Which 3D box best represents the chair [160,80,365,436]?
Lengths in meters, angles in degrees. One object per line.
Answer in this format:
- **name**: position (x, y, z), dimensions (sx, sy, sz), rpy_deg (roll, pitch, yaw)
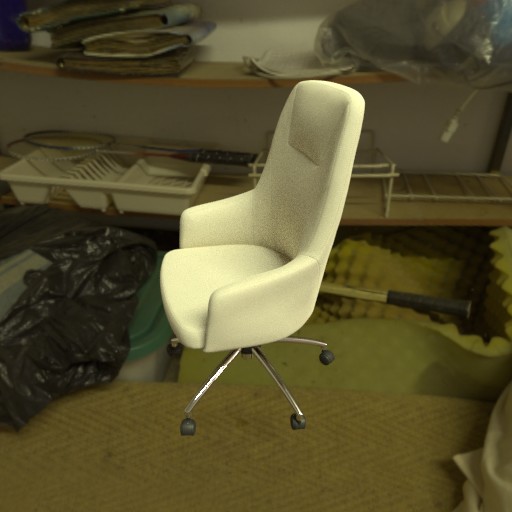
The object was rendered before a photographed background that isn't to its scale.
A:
- **chair**: position (0.000, 0.000, 1.473), dimensions (0.640, 1.049, 0.620), rpy_deg (-8, 30, -14)
